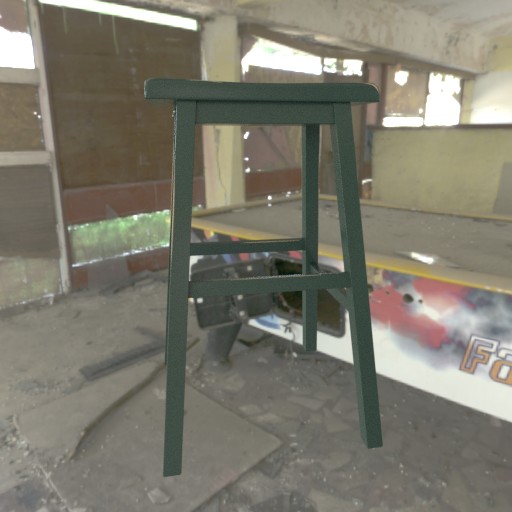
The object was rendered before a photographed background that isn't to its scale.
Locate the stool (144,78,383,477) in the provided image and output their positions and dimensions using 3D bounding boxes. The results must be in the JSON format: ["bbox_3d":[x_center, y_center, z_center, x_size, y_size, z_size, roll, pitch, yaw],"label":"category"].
[{"bbox_3d":[0.000,0.000,1.027,0.457,0.737,0.476,-3,16,-10],"label":"stool"}]
